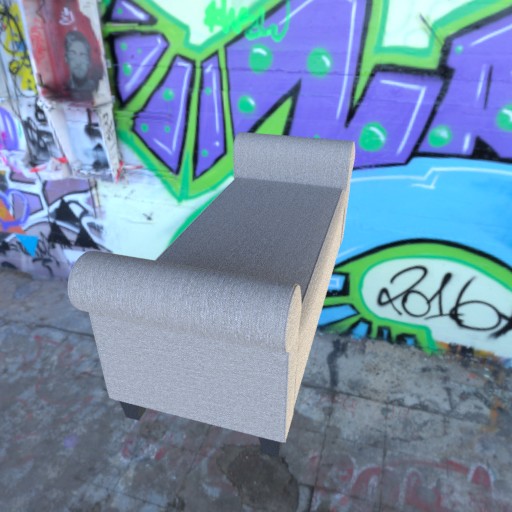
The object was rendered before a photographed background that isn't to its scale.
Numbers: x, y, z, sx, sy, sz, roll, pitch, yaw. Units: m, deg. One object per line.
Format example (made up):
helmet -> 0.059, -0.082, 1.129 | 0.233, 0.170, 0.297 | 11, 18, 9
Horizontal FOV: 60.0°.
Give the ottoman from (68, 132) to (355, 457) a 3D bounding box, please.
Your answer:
ottoman -> 0.000, 0.000, 1.552 | 0.521, 0.547, 1.256 | 9, 31, 14
